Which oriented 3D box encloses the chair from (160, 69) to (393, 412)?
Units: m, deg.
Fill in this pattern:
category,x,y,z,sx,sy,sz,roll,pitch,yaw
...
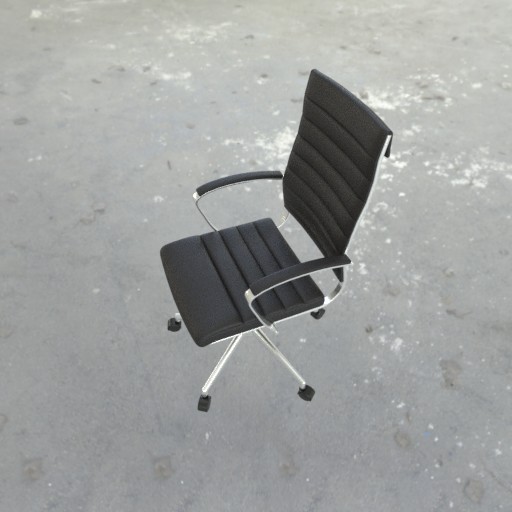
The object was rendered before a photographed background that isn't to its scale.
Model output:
category,x,y,z,sx,sy,sz,roll,pitch,yaw
chair,0.000,0.000,1.682,0.739,1.149,0.766,-17,49,-16
